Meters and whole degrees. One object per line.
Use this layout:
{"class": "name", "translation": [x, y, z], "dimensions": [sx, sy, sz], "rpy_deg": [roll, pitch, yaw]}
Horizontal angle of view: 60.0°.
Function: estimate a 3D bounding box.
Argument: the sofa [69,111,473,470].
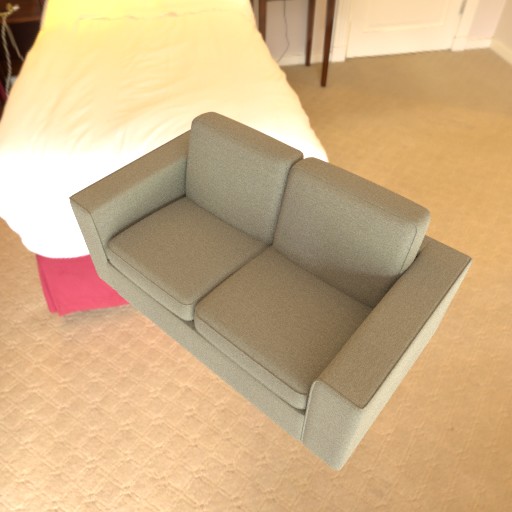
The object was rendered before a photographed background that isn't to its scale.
{"class": "sofa", "translation": [0.000, 0.000, 2.349], "dimensions": [1.812, 0.924, 1.007], "rpy_deg": [32, 54, 26]}
